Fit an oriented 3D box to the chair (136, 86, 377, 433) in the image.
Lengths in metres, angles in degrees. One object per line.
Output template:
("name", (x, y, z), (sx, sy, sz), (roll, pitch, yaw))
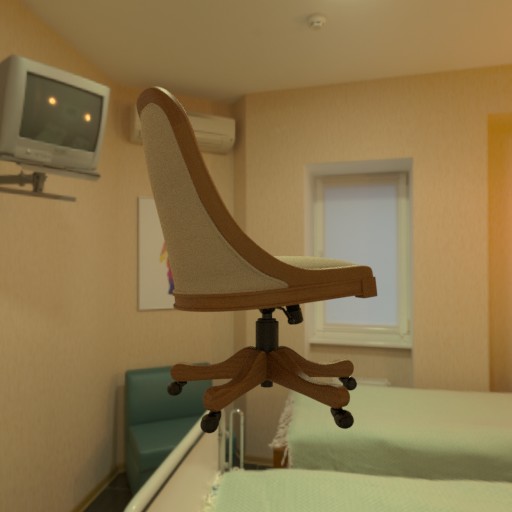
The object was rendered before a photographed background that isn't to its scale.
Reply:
("chair", (0.000, 0.000, 1.547), (0.811, 1.009, 0.702), (0, -1, -21))
